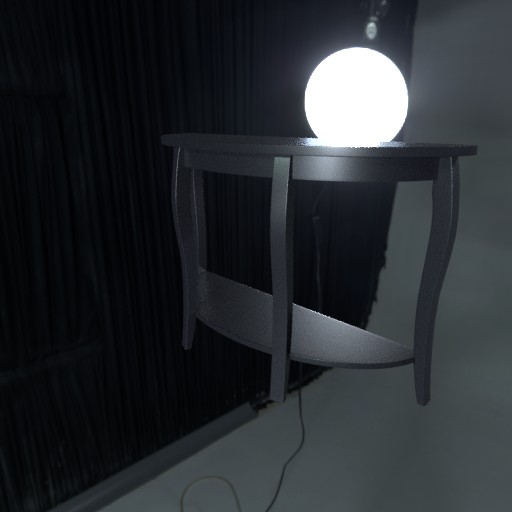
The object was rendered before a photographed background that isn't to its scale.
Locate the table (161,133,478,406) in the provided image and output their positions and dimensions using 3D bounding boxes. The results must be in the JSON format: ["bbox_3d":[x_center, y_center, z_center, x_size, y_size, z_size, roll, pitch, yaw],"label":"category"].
[{"bbox_3d":[0.000,0.000,1.532,0.394,0.780,1.219,-16,24,-42],"label":"table"}]
